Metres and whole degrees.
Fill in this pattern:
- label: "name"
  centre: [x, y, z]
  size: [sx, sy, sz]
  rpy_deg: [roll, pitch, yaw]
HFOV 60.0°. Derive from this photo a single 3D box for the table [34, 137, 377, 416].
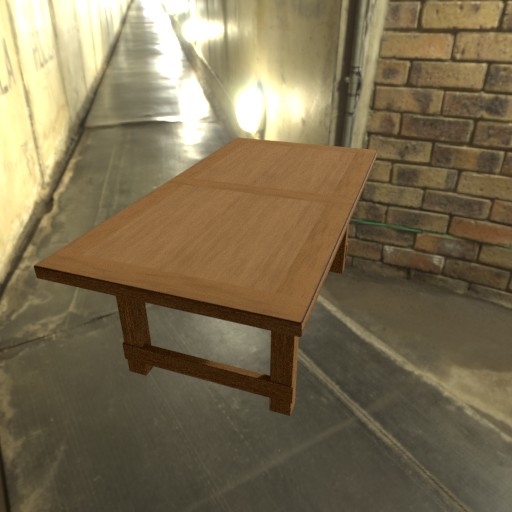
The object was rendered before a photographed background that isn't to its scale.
- label: "table"
  centre: [0.000, 0.000, 2.451]
  size: [1.000, 0.762, 1.982]
  rpy_deg: [10, 30, 17]
